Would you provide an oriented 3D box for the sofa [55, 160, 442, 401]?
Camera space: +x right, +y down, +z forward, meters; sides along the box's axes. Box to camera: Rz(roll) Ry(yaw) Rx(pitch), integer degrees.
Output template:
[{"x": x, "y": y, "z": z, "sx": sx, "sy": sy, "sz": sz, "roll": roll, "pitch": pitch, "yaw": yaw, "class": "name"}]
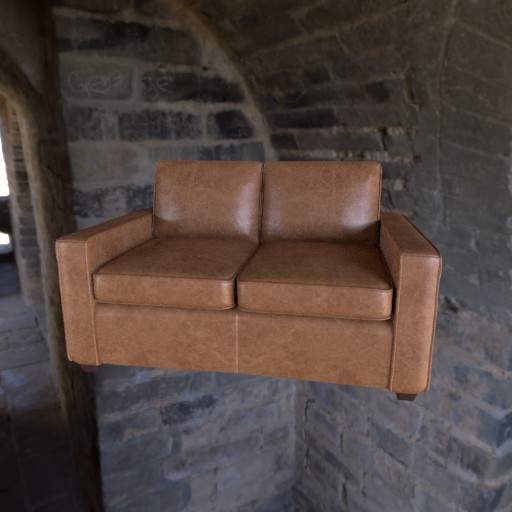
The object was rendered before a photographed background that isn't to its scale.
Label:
[{"x": 0.000, "y": 0.000, "z": 2.181, "sx": 1.532, "sy": 0.896, "sz": 1.020, "roll": 2, "pitch": 15, "yaw": 10, "class": "sofa"}]
